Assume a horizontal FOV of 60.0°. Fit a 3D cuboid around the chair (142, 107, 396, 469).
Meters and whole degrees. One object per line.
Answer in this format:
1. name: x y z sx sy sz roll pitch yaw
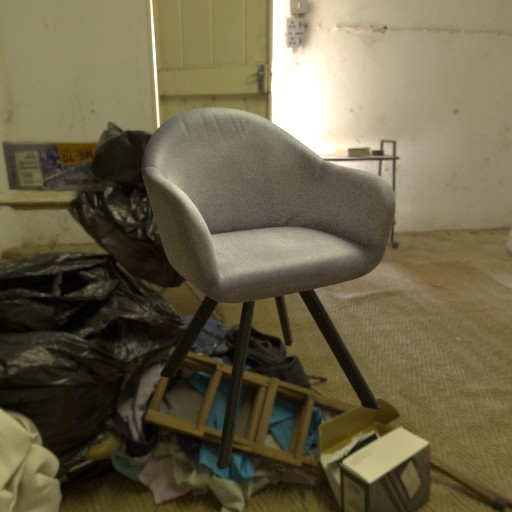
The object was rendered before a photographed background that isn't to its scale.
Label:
1. chair: 0.000 0.000 1.203 0.570 0.780 0.540 -9 19 -27
